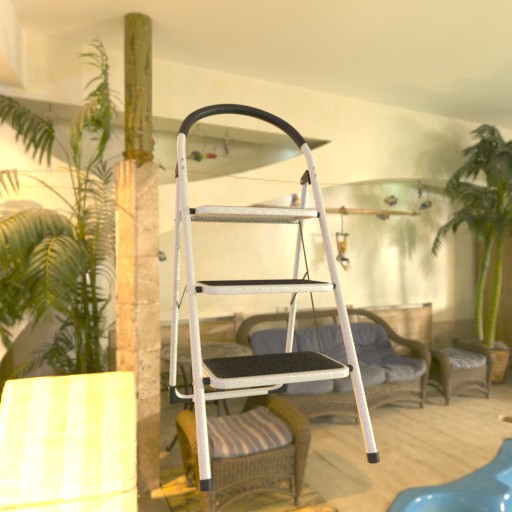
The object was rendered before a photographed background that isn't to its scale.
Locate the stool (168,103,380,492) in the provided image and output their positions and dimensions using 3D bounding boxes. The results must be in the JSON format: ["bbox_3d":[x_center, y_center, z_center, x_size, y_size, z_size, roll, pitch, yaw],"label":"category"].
[{"bbox_3d":[0.000,0.000,1.415,0.485,1.109,0.676,0,0,-18],"label":"stool"}]
